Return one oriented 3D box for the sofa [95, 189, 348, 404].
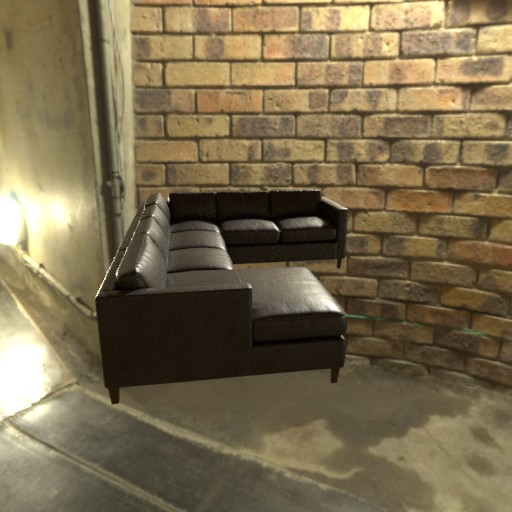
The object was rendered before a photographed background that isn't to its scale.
[{"bbox_3d":[0.000,0.000,4.404,2.452,0.891,3.324,-3,17,-9],"label":"sofa"}]
